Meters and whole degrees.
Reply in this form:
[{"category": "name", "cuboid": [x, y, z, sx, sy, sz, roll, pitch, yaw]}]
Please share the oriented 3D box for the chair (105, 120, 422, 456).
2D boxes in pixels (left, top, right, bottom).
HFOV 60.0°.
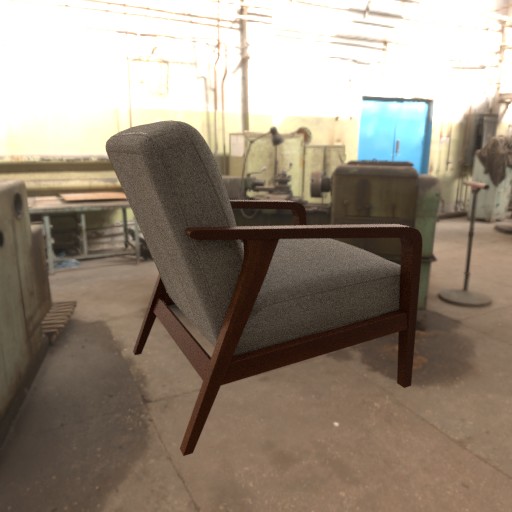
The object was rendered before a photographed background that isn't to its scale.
[{"category": "chair", "cuboid": [0.000, 0.000, 1.496, 0.858, 0.847, 0.704, -7, 16, -25]}]
